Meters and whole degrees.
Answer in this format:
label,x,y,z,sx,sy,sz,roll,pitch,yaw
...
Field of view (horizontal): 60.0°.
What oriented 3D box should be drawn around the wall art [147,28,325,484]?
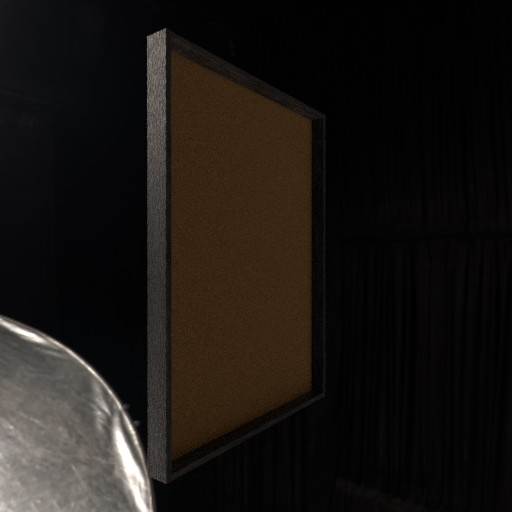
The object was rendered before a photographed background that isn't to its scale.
label,x,y,z,sx,sy,sz,roll,pitch,yaw
wall art,0.000,0.000,1.314,0.063,1.016,0.762,0,0,36
